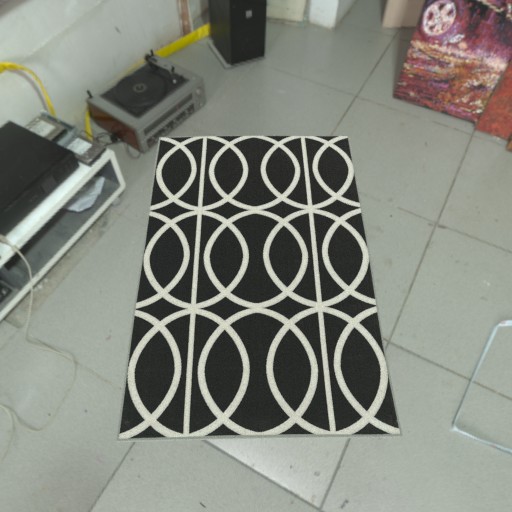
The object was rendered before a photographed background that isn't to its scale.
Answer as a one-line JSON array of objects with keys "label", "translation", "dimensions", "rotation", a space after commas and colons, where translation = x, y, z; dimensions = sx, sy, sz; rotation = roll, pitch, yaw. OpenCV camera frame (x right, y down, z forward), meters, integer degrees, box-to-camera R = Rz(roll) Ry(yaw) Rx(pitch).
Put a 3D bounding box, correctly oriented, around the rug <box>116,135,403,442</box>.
[{"label": "rug", "translation": [0.000, 0.000, 2.946], "dimensions": [1.526, 0.014, 2.290], "rotation": [-1, 58, 0]}]
